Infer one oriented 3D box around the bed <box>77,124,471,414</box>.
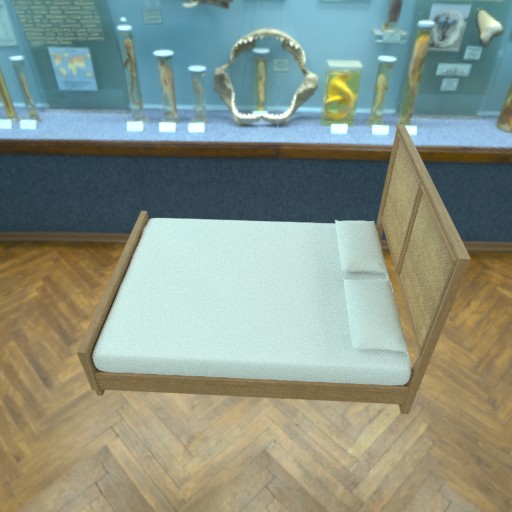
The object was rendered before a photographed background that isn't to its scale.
[{"bbox_3d":[0.000,0.000,3.262,2.184,1.387,1.606,2,40,2],"label":"bed"}]
